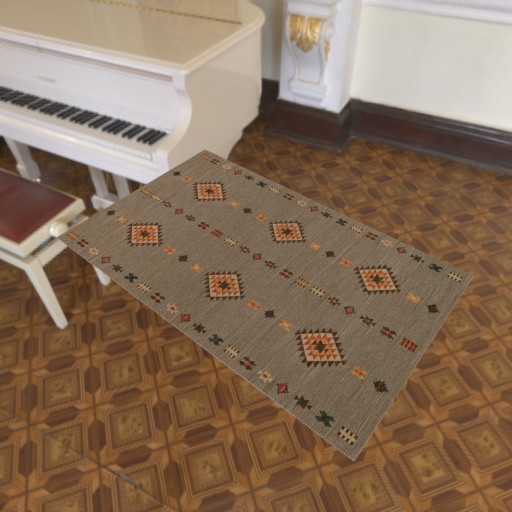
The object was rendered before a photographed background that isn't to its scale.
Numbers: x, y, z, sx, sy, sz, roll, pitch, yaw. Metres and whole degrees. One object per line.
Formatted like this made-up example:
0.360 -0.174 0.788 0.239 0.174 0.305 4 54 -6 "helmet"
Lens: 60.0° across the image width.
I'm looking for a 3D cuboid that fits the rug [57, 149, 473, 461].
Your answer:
0.000 0.000 3.021 2.427 0.007 1.515 30 52 27 "rug"
